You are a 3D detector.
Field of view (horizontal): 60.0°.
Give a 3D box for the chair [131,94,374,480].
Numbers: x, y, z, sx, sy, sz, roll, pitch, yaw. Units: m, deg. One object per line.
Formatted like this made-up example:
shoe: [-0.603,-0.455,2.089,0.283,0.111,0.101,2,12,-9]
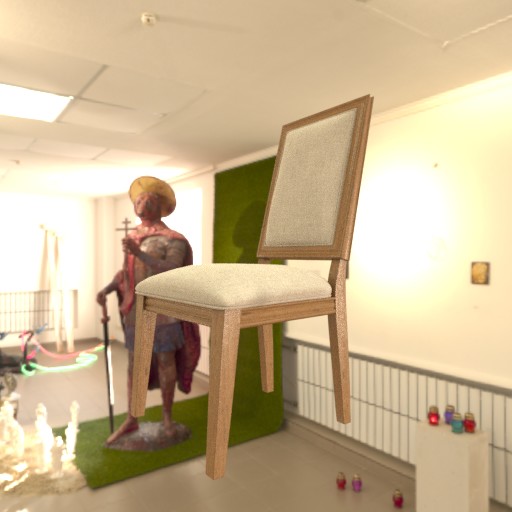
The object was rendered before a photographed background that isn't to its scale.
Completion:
chair: [0.000,0.000,1.355,0.601,0.988,0.536,0,0,-36]
